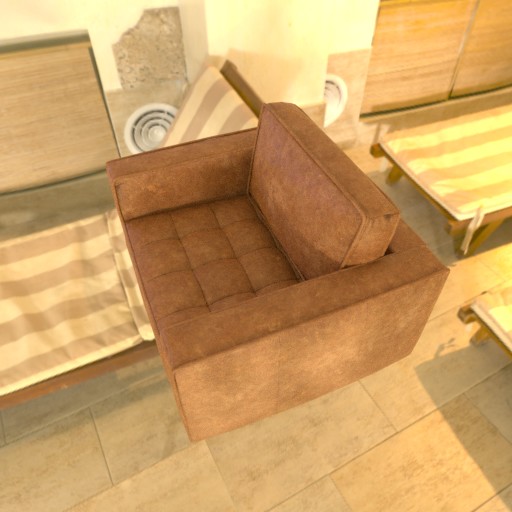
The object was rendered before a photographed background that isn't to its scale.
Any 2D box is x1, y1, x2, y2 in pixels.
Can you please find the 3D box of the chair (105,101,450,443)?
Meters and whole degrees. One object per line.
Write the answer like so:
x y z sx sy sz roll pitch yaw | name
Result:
0.000 0.000 1.513 0.798 0.767 0.928 -17 49 -15 | chair
